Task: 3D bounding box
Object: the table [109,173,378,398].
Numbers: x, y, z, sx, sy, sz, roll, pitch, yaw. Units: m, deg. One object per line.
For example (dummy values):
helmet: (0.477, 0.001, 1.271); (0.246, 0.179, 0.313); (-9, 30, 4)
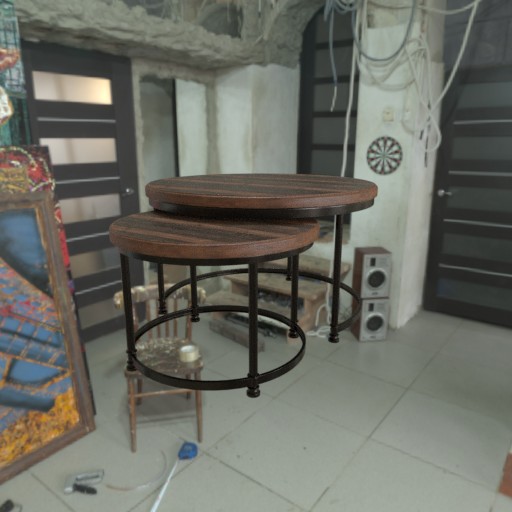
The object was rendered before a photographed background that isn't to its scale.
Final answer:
table: (0.000, 0.000, 1.637); (0.870, 0.516, 1.152); (2, 15, 8)
